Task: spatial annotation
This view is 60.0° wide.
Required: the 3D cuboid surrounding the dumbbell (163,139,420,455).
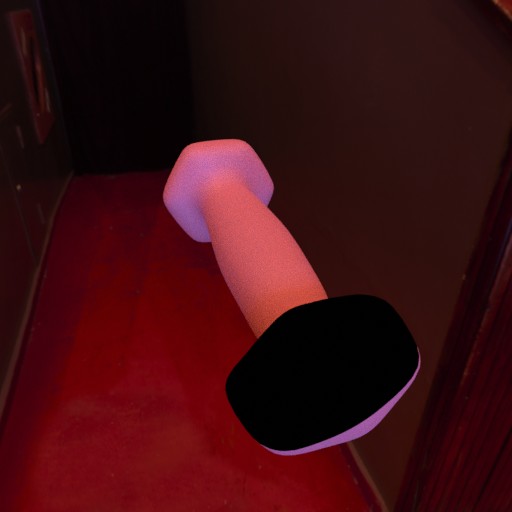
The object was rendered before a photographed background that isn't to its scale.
[{"bbox_3d":[0.000,0.000,0.143,0.047,0.043,0.123,-9,33,-14],"label":"dumbbell"}]
